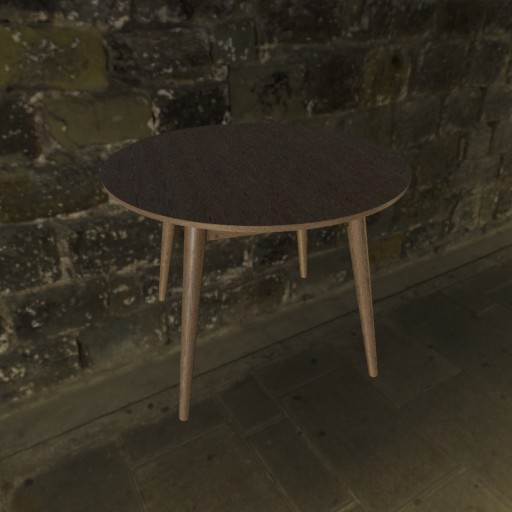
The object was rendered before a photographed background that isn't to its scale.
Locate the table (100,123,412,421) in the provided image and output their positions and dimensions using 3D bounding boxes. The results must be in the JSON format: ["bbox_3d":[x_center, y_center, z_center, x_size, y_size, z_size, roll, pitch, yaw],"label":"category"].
[{"bbox_3d":[0.000,0.000,1.761,1.053,0.786,1.053,0,30,0],"label":"table"}]
